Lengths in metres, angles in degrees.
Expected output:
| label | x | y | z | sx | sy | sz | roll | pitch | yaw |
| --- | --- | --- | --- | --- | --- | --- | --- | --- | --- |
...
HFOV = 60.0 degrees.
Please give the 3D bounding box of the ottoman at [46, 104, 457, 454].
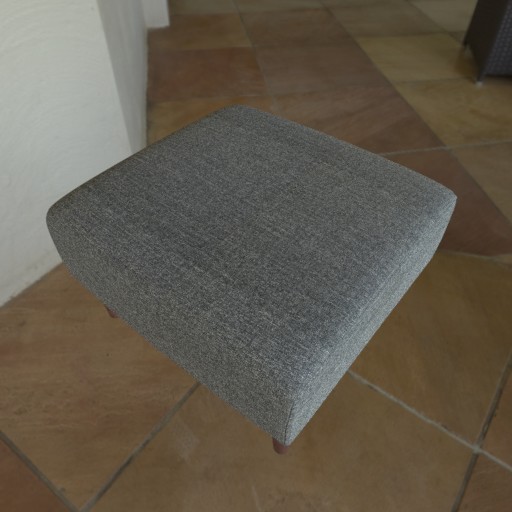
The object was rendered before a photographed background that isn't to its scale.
| label | x | y | z | sx | sy | sz | roll | pitch | yaw |
| --- | --- | --- | --- | --- | --- | --- | --- | --- | --- |
| ottoman | 0.000 | 0.000 | 1.053 | 0.655 | 0.399 | 0.648 | 30 | 53 | 26 |
